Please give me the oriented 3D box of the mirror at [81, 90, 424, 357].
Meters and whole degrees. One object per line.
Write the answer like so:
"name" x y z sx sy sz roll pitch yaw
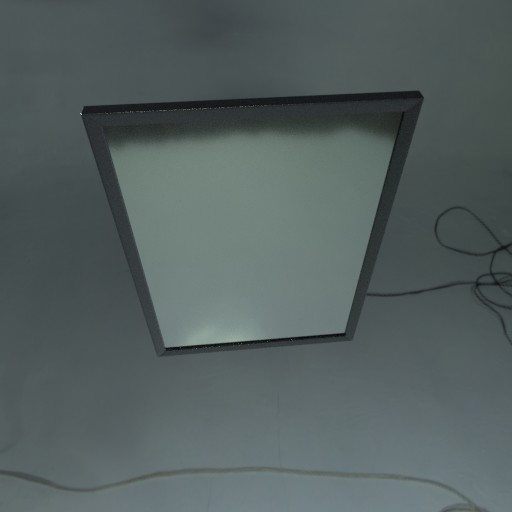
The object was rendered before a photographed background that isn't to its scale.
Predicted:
"mirror" 0.000 0.000 1.364 0.762 1.016 0.040 -4 47 -4
